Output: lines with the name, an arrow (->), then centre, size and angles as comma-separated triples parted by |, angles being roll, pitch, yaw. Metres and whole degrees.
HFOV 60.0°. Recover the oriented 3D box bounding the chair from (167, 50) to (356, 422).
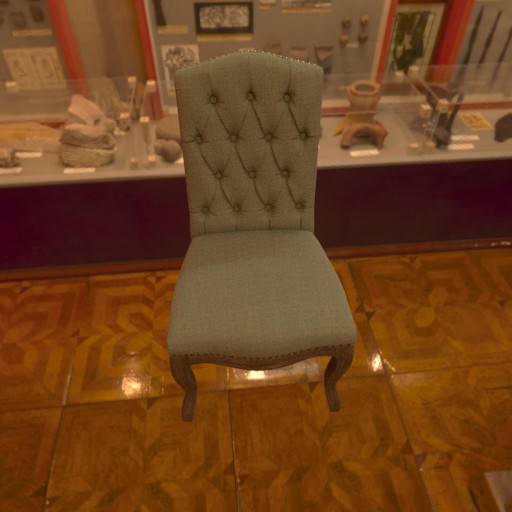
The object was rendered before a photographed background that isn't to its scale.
chair -> 0.000, 0.000, 1.606 | 0.637, 1.191, 0.731 | -3, 46, -3
